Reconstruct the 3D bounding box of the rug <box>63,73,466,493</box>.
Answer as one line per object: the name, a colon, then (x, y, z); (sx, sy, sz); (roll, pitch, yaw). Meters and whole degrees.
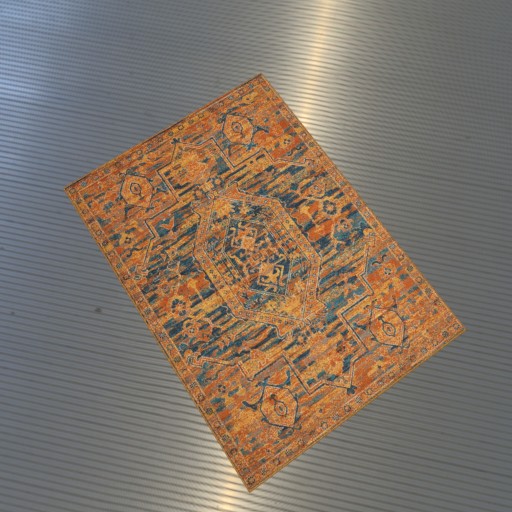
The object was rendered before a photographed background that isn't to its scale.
rug: (0.000, 0.000, 2.804); (1.588, 0.024, 2.204); (-33, 77, -9)
